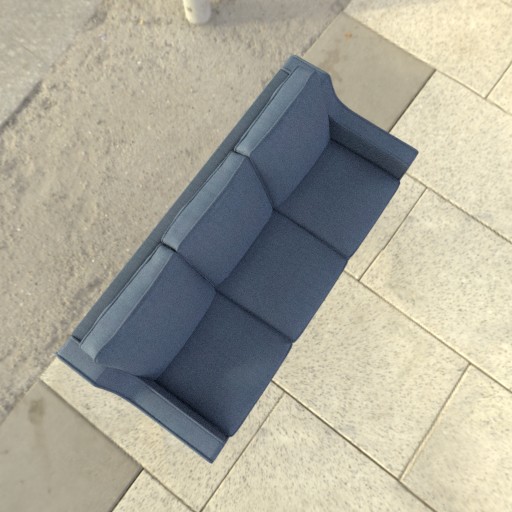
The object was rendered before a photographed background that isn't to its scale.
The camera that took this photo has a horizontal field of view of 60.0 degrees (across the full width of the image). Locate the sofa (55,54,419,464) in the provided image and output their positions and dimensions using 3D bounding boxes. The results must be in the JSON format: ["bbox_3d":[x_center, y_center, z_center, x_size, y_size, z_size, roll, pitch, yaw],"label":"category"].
[{"bbox_3d":[0.000,0.000,2.514,0.911,0.974,1.986,34,78,8],"label":"sofa"}]
